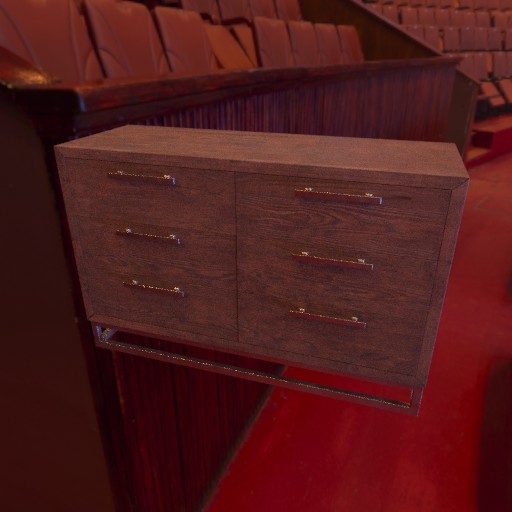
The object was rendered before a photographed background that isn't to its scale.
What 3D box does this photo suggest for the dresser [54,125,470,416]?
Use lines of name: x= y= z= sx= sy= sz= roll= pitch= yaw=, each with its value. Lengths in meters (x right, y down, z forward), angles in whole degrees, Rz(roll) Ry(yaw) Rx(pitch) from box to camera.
dresser: x=0.000 y=0.000 z=2.144 sx=1.646 sy=1.061 sz=0.623 roll=8 pitch=27 yaw=16
